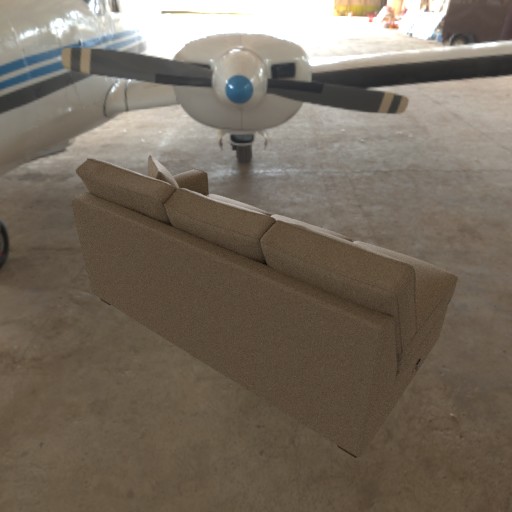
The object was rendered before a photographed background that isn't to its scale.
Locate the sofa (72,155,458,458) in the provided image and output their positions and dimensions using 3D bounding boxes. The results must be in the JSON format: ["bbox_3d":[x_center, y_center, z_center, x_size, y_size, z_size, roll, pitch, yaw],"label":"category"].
[{"bbox_3d":[0.000,0.000,2.511,1.963,0.946,1.034,22,37,32],"label":"sofa"}]
